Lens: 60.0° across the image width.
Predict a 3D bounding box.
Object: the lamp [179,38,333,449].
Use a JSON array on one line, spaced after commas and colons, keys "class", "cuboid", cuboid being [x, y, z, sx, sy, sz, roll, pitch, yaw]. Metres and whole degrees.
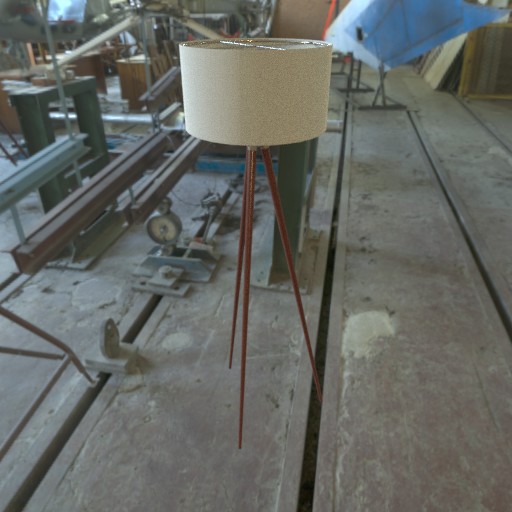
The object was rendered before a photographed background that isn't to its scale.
[{"class": "lamp", "cuboid": [0.000, 0.000, 1.790, 0.483, 1.553, 0.483, -19, 35, -29]}]
